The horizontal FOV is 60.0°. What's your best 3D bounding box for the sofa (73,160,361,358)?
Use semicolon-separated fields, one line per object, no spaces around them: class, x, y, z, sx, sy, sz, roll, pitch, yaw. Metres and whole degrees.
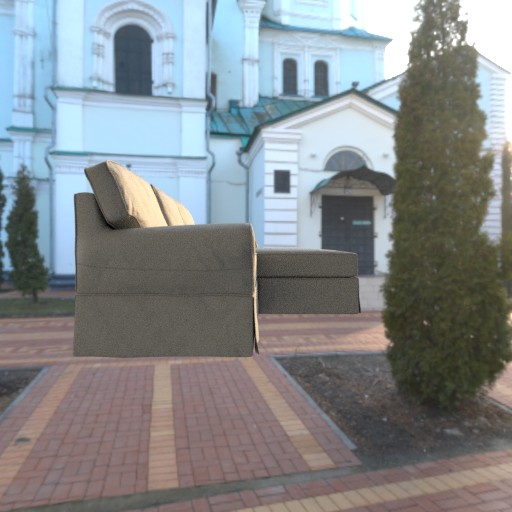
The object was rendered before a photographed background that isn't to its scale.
sofa;0.000;0.000;3.296;1.733;0.978;2.475;0;0;1
